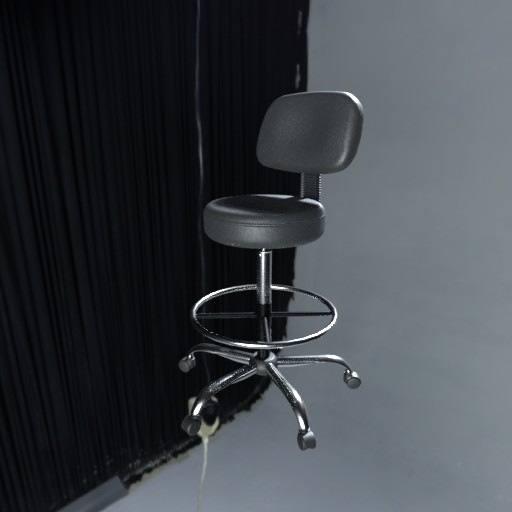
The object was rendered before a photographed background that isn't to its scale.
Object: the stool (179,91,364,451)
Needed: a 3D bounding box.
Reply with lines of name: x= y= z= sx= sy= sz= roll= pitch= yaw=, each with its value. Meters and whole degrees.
stool: x=0.000 y=0.000 z=1.499 sx=0.694 sy=1.069 sz=0.658 roll=16 pitch=23 yaw=42
